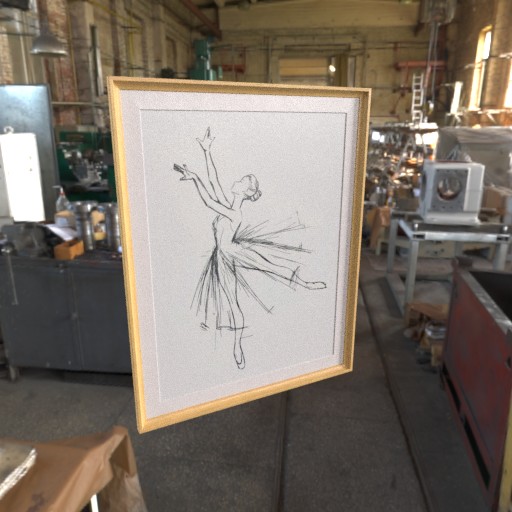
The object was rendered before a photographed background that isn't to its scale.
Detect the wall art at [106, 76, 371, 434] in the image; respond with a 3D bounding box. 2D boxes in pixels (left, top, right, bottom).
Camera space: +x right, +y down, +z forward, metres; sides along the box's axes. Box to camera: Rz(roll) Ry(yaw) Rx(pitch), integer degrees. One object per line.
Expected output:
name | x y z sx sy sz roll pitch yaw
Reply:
wall art | 0.000 0.000 1.376 0.798 1.002 0.030 -8 18 -26
